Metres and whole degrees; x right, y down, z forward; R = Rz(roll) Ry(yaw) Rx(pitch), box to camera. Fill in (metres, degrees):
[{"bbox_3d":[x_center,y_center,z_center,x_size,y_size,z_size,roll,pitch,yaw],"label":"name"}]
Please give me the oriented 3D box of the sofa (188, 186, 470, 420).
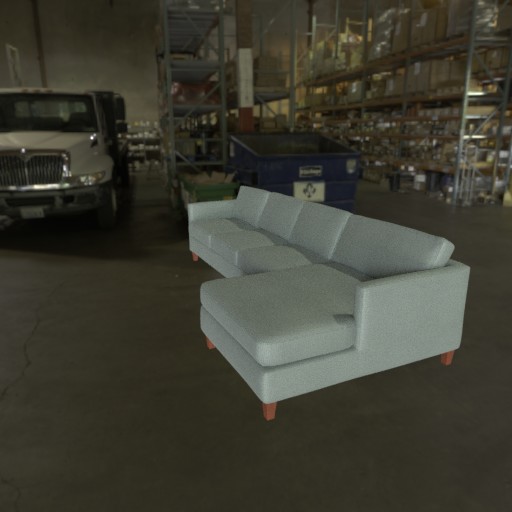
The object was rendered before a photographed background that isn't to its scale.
[{"bbox_3d":[0.000,0.000,4.199,1.604,0.950,3.471,-8,18,-25],"label":"sofa"}]
